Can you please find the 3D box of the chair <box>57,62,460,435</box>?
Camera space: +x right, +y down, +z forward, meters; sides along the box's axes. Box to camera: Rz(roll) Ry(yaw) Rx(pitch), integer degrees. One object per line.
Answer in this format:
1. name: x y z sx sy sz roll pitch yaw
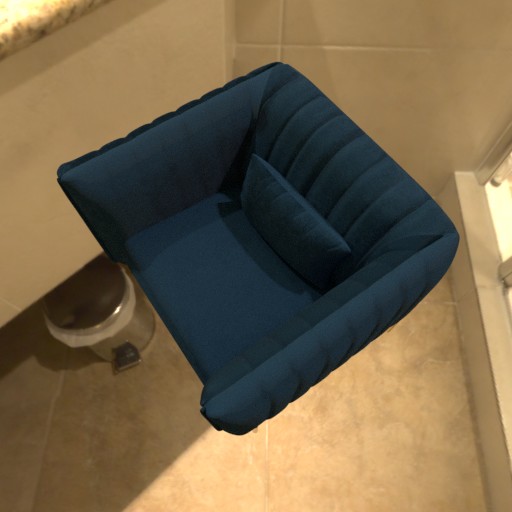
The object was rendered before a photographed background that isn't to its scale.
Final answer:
1. chair: 0.000 0.000 1.591 0.877 0.793 0.947 -33 69 -15
